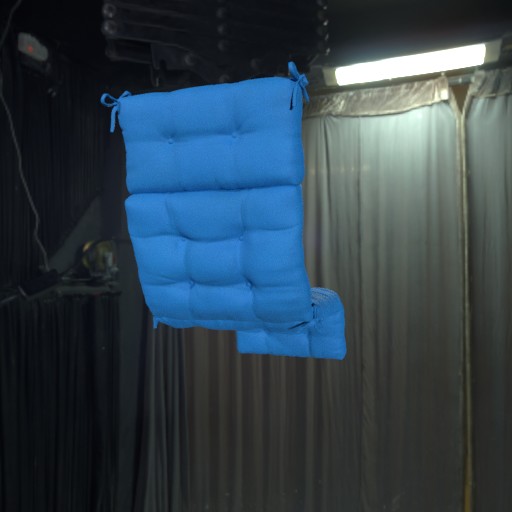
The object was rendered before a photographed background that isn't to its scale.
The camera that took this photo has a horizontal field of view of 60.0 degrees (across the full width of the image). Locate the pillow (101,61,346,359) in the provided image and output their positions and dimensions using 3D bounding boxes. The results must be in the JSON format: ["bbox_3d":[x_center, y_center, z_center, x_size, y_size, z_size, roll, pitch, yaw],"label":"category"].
[{"bbox_3d":[0.000,0.000,1.508,0.526,0.863,1.016,0,-1,18],"label":"pillow"}]
